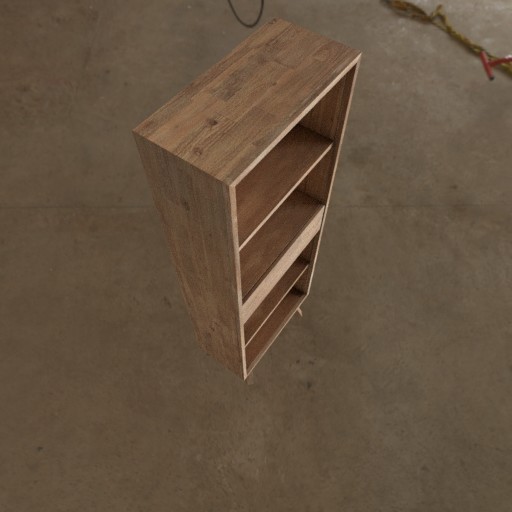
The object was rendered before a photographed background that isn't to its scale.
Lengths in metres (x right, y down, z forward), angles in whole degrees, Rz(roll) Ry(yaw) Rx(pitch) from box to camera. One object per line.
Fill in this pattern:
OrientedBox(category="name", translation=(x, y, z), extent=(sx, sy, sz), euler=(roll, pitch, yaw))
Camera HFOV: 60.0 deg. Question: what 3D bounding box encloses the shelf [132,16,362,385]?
OrientedBox(category="shelf", translation=(0.000, 0.000, 1.507), extent=(0.267, 1.342, 0.491), euler=(32, 63, 18))
